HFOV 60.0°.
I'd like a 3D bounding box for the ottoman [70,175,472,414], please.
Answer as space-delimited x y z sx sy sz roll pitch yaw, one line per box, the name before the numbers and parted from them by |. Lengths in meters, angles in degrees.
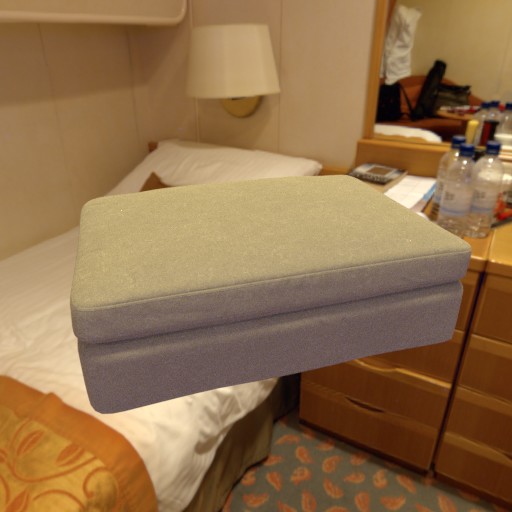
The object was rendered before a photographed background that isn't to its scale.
ottoman | 0.000 0.000 1.603 1.199 0.429 0.840 -8 28 -15
